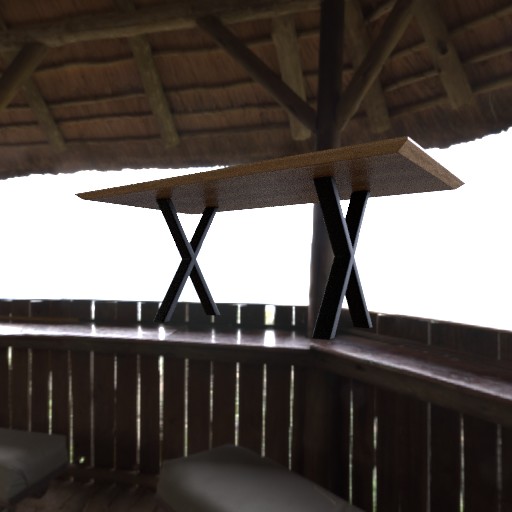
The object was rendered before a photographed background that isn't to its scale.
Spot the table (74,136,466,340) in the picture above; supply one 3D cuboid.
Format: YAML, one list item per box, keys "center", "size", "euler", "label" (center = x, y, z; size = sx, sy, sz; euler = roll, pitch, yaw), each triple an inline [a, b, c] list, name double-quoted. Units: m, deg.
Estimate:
- center: [0.000, 0.000, 2.497]
  size: [2.000, 0.770, 1.000]
  euler: [-1, -2, 36]
  label: "table"
